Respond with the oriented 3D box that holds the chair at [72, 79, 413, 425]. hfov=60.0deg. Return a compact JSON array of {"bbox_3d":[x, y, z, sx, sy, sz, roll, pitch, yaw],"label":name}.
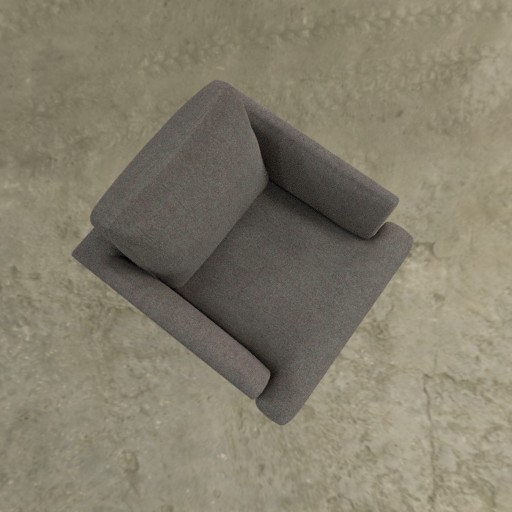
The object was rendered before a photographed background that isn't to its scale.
[{"bbox_3d":[0.000,0.000,1.647,0.899,0.957,0.858,36,78,9],"label":"chair"}]
